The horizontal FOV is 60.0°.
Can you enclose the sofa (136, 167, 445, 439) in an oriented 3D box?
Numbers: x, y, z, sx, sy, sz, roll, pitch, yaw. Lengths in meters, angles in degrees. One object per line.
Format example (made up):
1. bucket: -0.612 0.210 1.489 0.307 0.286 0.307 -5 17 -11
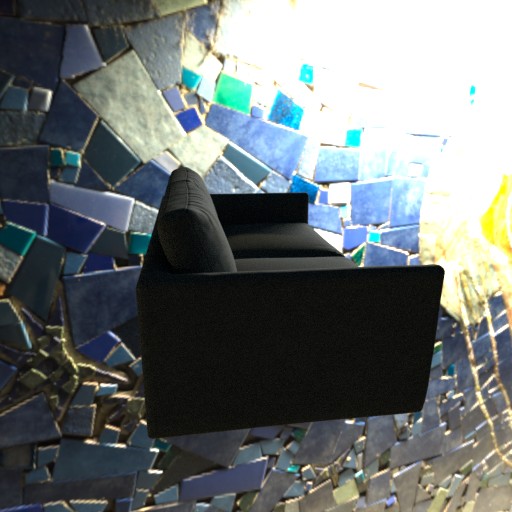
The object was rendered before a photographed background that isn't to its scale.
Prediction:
1. sofa: 0.000 0.000 2.461 1.091 0.845 1.909 -3 17 -9
